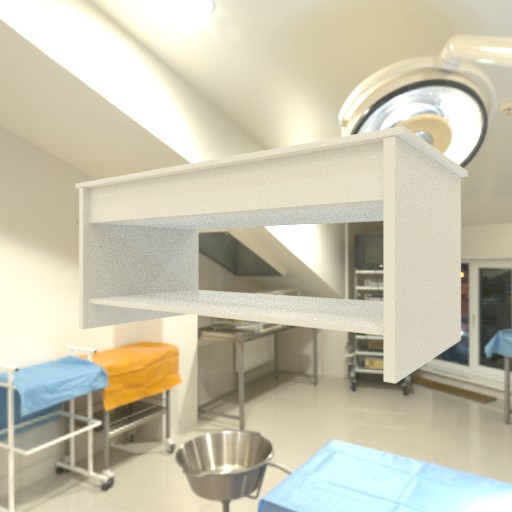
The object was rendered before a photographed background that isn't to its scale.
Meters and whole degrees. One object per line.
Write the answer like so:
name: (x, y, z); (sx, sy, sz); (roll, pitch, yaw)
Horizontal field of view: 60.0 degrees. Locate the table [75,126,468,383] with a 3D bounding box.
table: (0.000, 0.000, 1.250); (1.000, 0.441, 0.500); (0, 0, 37)
